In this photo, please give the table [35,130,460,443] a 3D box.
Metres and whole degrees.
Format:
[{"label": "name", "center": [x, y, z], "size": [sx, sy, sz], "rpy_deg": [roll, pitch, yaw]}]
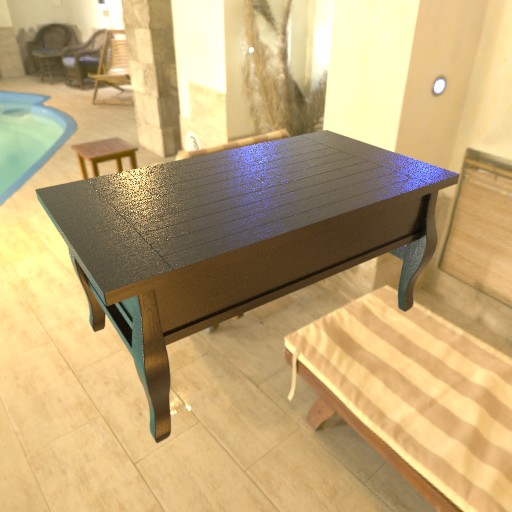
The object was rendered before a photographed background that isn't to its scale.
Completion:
[{"label": "table", "center": [0.000, 0.000, 1.387], "size": [1.062, 0.494, 0.600], "rpy_deg": [-19, 36, -29]}]
